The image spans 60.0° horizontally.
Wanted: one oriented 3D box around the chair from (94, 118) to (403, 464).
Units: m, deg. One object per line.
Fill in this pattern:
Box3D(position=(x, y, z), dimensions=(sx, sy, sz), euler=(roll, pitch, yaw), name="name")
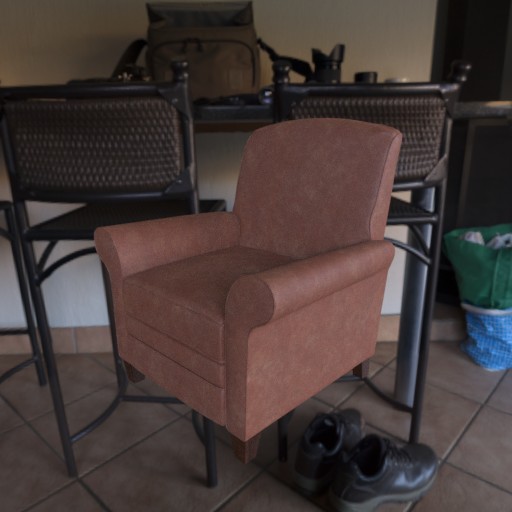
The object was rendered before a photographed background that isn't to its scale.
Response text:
Box3D(position=(0.000, 0.000, 1.772), dimensions=(0.978, 1.061, 0.902), euler=(15, 22, 42), name="chair")
